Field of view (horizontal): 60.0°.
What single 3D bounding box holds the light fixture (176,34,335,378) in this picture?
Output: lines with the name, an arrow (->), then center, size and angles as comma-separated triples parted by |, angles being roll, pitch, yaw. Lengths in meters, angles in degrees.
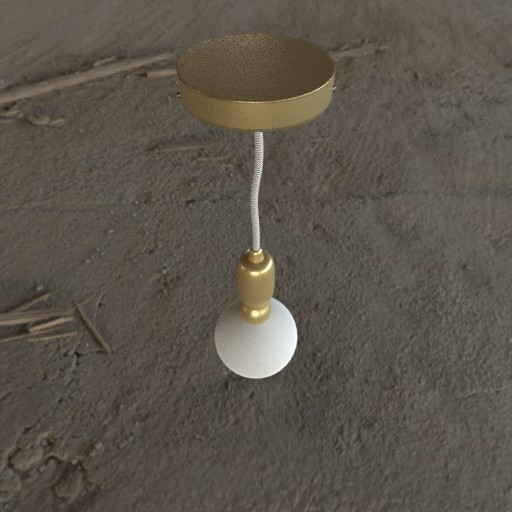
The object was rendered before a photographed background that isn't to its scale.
light fixture -> 0.000, 0.000, 0.588 | 0.147, 0.510, 0.146 | -3, 47, -3
